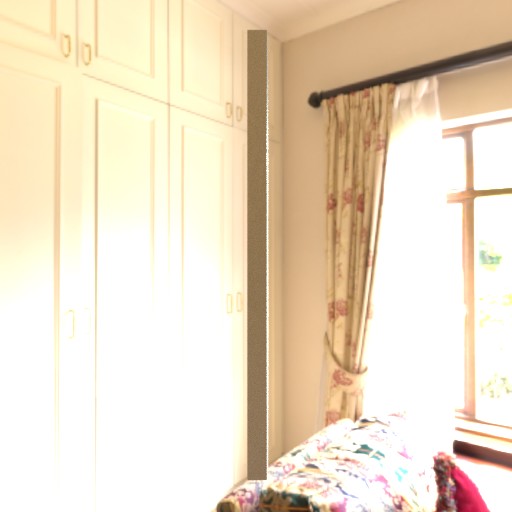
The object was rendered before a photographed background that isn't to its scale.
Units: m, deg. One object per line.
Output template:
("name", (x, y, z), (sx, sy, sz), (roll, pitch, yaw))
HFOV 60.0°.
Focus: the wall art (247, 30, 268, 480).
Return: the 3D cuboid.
("wall art", (0.000, 0.000, 1.198), (0.038, 0.807, 0.809), (0, 0, 0))
